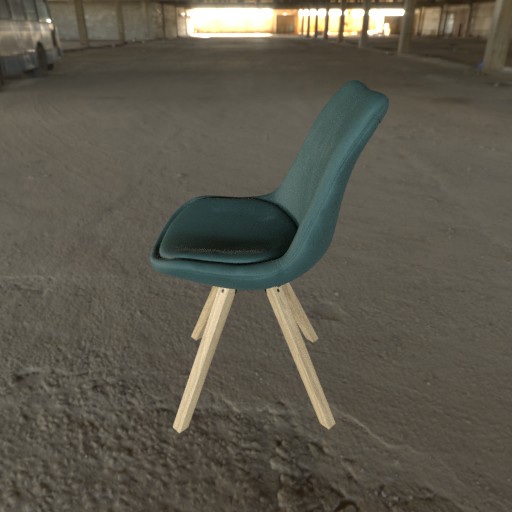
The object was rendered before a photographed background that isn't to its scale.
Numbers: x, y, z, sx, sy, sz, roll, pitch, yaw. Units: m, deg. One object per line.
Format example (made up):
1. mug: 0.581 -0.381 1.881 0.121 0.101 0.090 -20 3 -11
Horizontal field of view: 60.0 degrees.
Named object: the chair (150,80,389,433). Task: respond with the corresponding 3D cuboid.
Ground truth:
1. chair: 0.000 0.000 1.200 0.547 0.865 0.483 0 28 0
